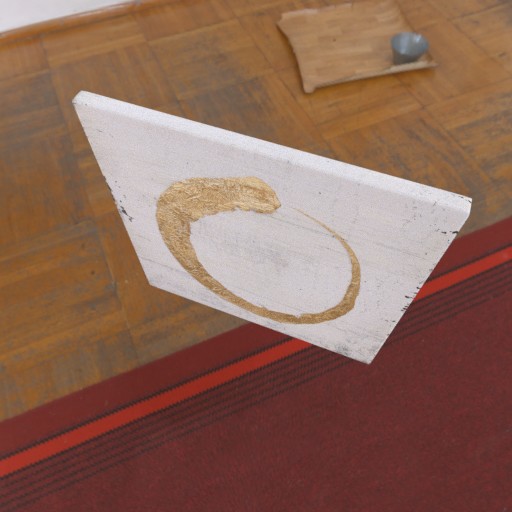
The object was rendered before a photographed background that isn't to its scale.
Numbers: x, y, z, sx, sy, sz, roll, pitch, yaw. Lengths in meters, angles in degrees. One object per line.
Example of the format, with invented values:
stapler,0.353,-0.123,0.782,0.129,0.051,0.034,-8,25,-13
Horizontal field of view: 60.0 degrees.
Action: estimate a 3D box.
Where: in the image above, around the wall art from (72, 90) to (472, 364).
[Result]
wall art,0.000,0.000,1.122,0.762,0.762,0.038,18,60,11
